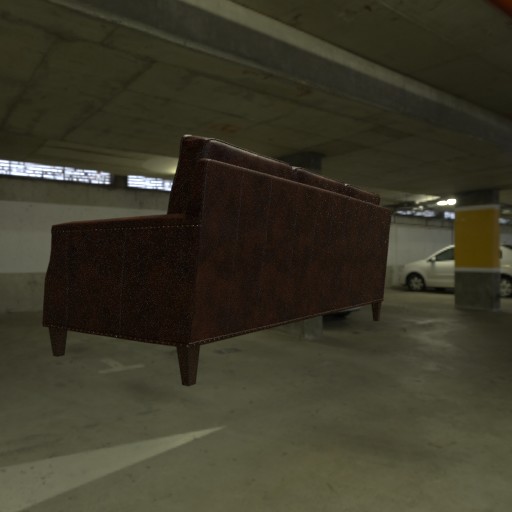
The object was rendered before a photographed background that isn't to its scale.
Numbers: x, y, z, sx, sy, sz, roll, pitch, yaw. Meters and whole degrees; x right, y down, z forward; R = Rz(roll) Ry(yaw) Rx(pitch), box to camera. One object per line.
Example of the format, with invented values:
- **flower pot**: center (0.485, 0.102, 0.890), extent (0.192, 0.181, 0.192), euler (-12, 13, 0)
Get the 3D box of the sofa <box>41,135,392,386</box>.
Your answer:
- **sofa**: center (0.000, 0.000, 2.815), extent (1.084, 1.003, 2.240), euler (0, 0, 35)
